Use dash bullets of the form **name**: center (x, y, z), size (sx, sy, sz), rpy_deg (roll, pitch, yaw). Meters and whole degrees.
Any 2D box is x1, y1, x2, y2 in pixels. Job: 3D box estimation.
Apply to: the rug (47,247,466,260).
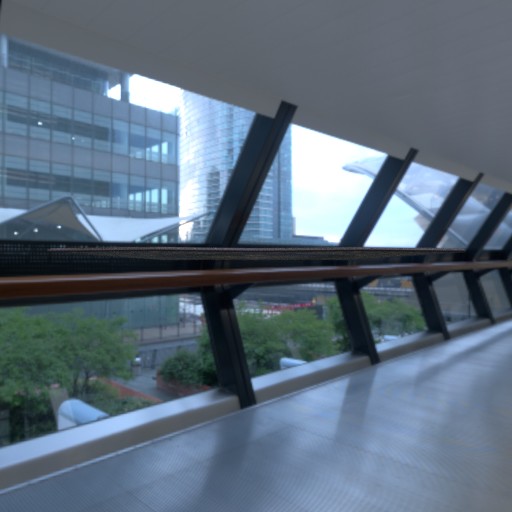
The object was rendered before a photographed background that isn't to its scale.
- **rug**: center (0.000, 0.000, 4.656), size (2.716, 0.035, 3.612), rpy_deg (0, -1, 0)
